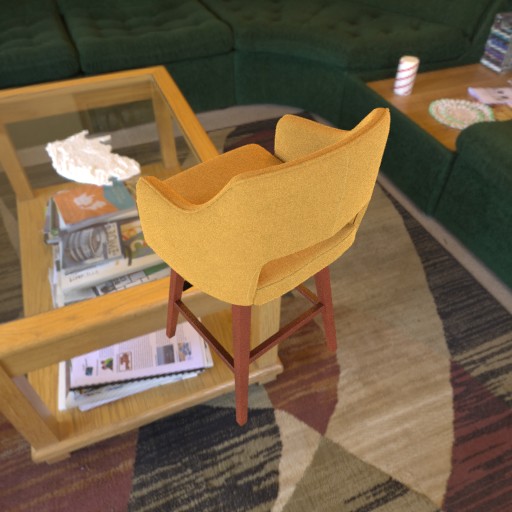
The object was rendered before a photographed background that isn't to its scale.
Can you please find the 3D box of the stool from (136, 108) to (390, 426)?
[{"bbox_3d":[0.000,0.000,1.344,0.548,1.012,0.558,-31,53,-26],"label":"stool"}]
